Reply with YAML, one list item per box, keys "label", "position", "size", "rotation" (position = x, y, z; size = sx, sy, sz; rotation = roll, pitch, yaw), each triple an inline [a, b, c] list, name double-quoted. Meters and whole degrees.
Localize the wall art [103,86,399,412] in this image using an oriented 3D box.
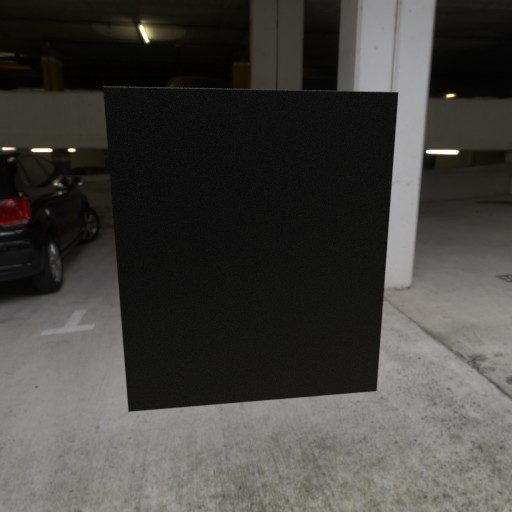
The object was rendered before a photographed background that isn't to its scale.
- label: "wall art"
  position: [0.000, 0.000, 0.542]
  size: [0.325, 0.380, 0.028]
  rotation: [-2, 14, -8]
